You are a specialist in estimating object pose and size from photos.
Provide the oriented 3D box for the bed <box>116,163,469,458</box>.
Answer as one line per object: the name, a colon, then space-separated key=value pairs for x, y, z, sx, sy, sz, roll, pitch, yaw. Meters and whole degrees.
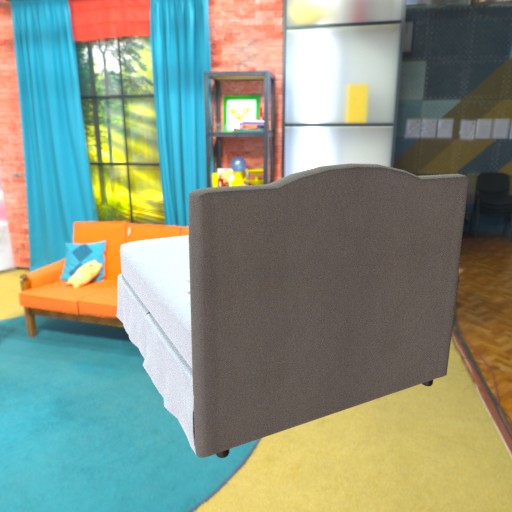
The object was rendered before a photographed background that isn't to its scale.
bed: x=0.000 y=0.000 z=3.258 sx=1.744 sy=1.441 sz=2.128 roll=-8 pitch=17 yaw=-26
